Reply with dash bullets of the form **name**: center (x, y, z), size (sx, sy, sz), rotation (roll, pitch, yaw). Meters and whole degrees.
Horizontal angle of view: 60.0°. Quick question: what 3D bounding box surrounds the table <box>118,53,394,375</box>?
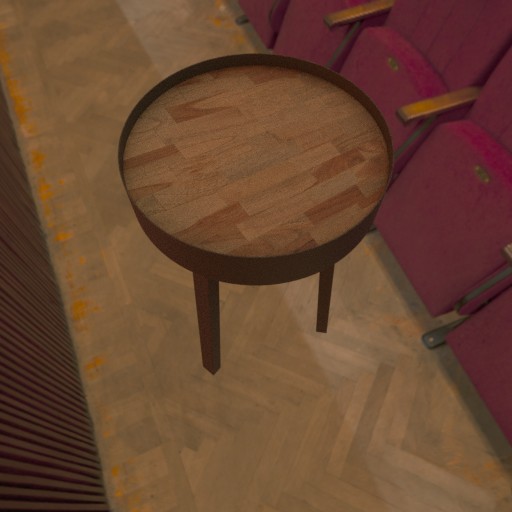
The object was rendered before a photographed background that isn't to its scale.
- **table**: center (0.000, 0.000, 0.955), size (0.406, 0.686, 0.406), rotation (-18, 61, -10)
